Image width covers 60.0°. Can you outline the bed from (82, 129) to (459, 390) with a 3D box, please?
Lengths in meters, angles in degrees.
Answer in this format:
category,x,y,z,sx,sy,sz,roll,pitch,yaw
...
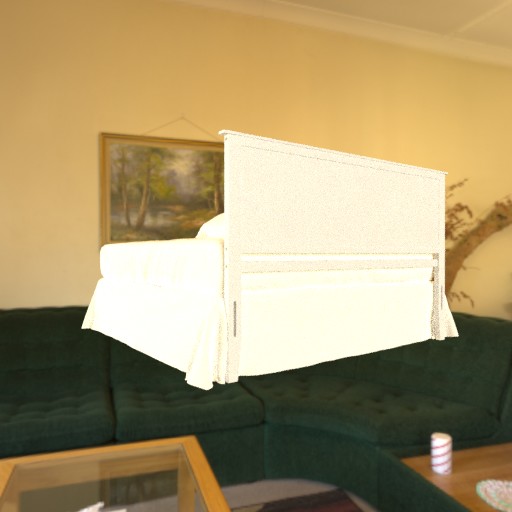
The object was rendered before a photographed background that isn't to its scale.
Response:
category,x,y,z,sx,sy,sz,roll,pitch,yaw
bed,0.000,0.000,3.638,2.317,1.273,2.215,0,0,-36
